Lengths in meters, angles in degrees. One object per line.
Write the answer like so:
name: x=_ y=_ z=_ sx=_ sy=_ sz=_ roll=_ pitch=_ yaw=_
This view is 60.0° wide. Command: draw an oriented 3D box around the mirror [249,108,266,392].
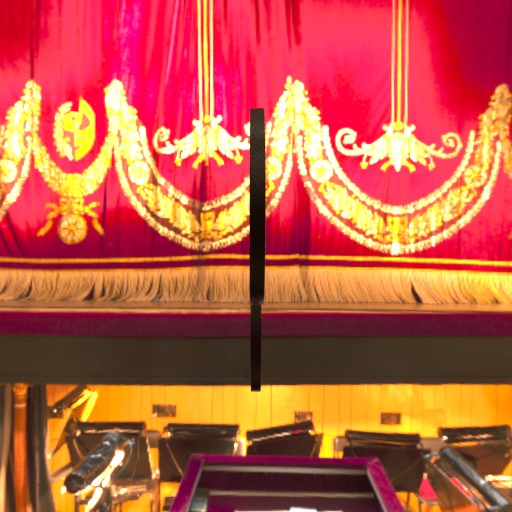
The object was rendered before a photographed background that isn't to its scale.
mirror: x=0.000 y=0.000 z=3.106 sx=0.076 sy=2.096 sz=2.160 roll=0 pitch=-1 yaw=0
